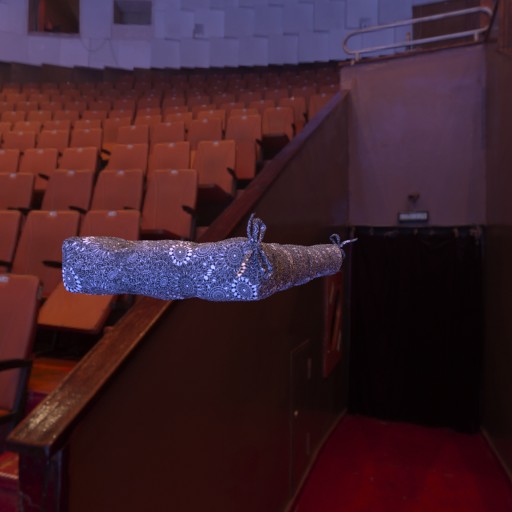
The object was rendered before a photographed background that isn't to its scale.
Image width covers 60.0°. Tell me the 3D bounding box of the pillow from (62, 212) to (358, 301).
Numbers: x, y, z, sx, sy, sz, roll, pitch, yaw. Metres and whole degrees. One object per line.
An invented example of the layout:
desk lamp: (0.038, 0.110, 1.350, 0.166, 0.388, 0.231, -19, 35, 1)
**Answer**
pillow: (0.000, 0.000, 1.361, 0.511, 0.174, 1.194, 0, 1, 18)
